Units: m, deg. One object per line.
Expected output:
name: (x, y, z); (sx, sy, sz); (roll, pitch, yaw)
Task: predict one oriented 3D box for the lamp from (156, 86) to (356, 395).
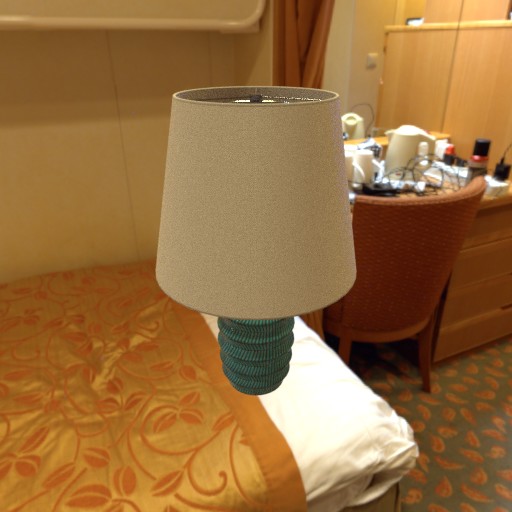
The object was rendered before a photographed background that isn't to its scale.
lamp: (0.000, 0.000, 0.567); (0.254, 0.392, 0.254); (0, 26, 0)
